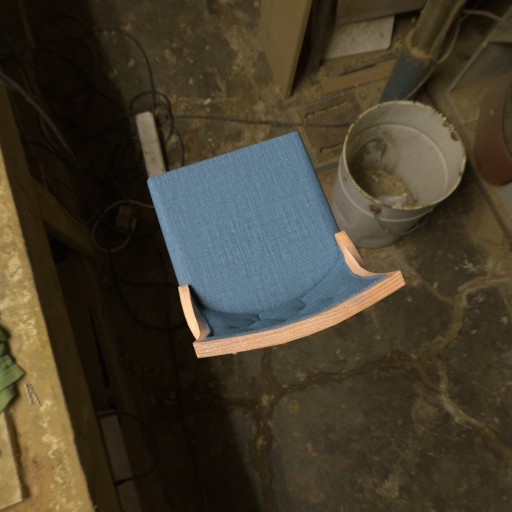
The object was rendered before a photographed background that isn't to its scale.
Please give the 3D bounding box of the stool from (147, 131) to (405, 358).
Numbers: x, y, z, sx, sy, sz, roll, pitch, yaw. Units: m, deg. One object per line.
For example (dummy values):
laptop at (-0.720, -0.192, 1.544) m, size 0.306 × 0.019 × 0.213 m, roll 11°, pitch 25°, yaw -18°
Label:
stool at (0.000, 0.000, 1.460) m, size 0.524 × 1.101 × 0.626 m, roll -19°, pitch 77°, yaw -5°
